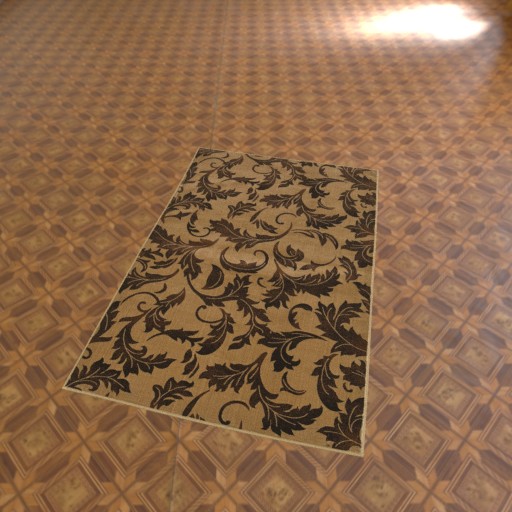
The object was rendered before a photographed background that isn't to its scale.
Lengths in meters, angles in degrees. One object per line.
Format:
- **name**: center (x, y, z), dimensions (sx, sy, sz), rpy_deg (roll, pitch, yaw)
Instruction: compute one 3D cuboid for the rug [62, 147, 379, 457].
- **rug**: center (0.000, 0.000, 2.897), dimensions (1.522, 0.008, 2.284), rpy_deg (9, 47, 9)
